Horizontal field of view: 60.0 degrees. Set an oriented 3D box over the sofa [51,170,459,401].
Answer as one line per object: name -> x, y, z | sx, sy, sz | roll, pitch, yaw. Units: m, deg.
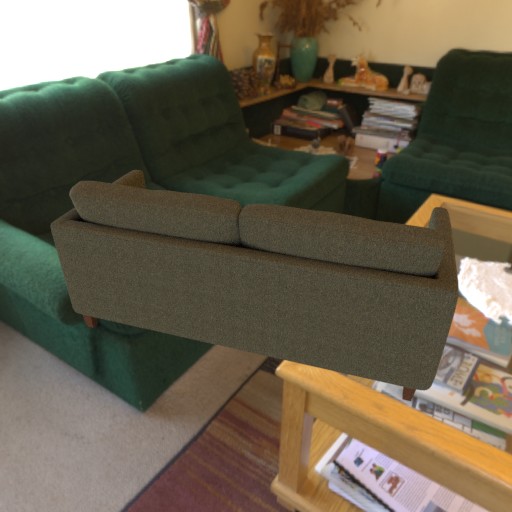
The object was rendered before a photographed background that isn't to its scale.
sofa -> 0.000, 0.000, 2.756 | 2.208, 0.965, 0.948 | 9, 33, 15
